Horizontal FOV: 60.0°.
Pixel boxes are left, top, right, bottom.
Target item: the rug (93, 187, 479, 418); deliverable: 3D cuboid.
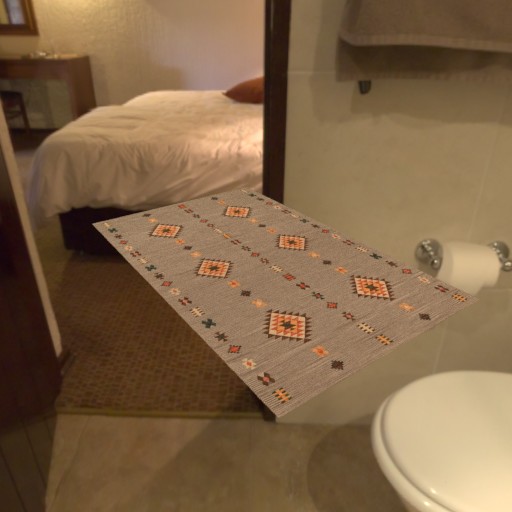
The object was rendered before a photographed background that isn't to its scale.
[{"bbox_3d":[0.000,0.000,3.105,1.515,0.007,2.427,-19,33,-31],"label":"rug"}]
